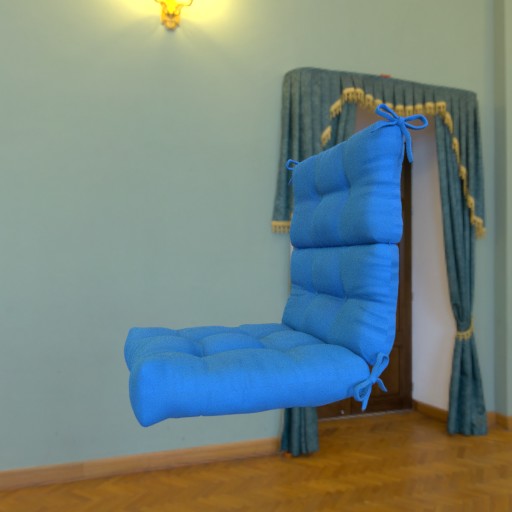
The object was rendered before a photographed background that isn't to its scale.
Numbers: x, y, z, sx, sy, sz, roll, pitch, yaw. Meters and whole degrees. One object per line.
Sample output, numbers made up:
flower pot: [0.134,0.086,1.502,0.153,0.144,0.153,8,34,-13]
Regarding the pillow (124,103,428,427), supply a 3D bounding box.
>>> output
pillow: [0.000,0.000,1.017,0.571,0.605,0.519,0,-1,-18]
